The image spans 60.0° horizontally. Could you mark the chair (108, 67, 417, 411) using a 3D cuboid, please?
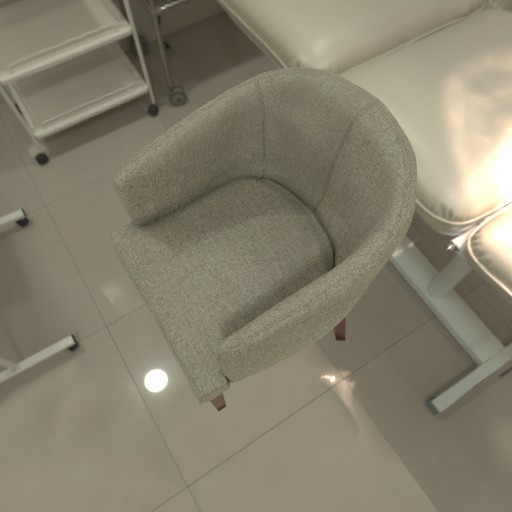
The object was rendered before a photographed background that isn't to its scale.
[{"bbox_3d":[0.000,0.000,1.234,0.655,0.811,0.583,-30,68,-14],"label":"chair"}]
